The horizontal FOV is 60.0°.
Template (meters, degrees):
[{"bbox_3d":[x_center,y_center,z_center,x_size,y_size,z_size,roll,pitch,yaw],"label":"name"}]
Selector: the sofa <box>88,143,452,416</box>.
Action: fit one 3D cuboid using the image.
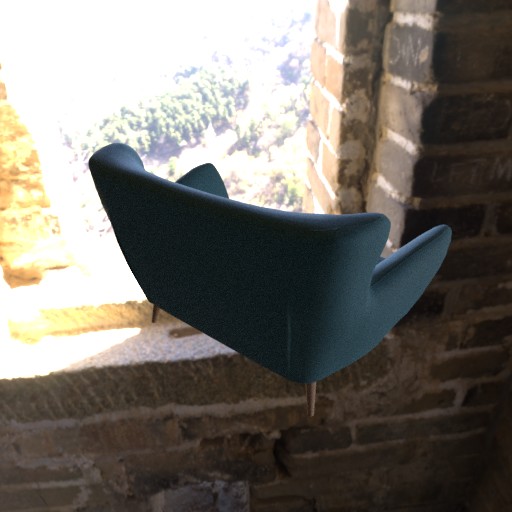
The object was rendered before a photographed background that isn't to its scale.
[{"bbox_3d":[0.000,0.000,1.962,1.397,0.889,0.889,21,36,33],"label":"sofa"}]
